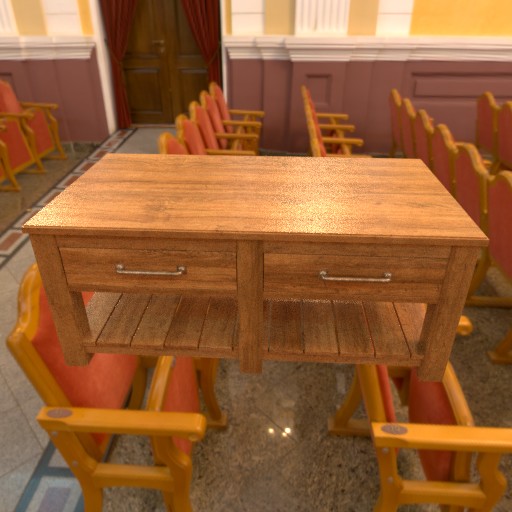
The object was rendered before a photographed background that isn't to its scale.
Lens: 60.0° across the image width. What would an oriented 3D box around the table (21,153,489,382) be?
[{"bbox_3d":[0.000,0.000,1.463,1.150,0.480,0.635,2,30,3],"label":"table"}]
